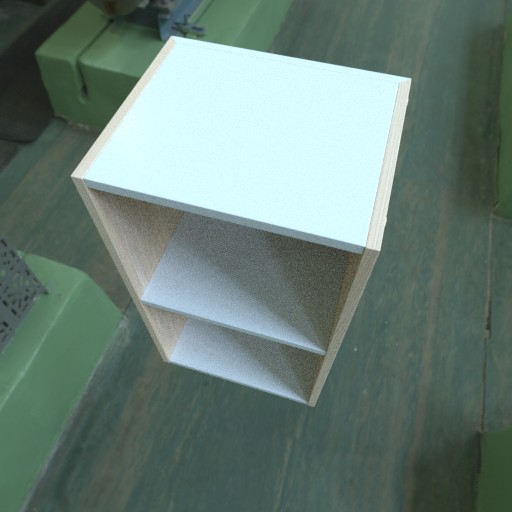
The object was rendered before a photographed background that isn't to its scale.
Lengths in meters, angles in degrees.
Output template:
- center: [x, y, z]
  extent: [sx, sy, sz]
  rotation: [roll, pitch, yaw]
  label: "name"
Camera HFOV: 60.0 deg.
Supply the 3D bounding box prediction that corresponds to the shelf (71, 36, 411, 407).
- center: [0.000, 0.000, 0.796]
  extent: [0.350, 0.600, 0.290]
  rotation: [14, 58, 9]
  label: "shelf"
